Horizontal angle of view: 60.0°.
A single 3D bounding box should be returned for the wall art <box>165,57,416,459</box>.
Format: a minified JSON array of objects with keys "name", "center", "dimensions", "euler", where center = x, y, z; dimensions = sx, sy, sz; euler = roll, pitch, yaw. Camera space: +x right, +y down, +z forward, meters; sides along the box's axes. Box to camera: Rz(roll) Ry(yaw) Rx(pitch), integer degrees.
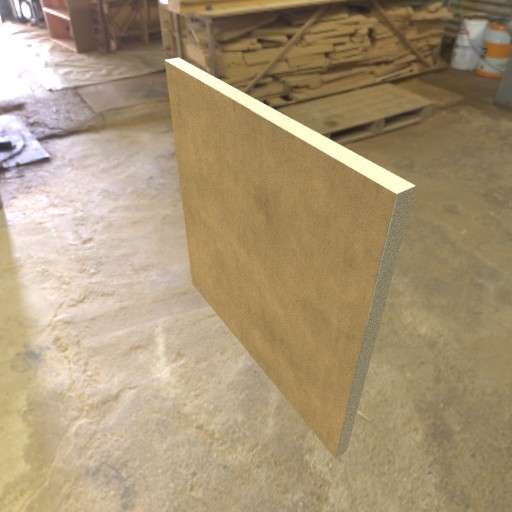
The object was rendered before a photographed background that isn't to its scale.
[{"name":"wall art","center":[0.000,0.000,0.660],"dimensions":[0.023,0.453,0.455],"euler":[-23,45,-25]}]
